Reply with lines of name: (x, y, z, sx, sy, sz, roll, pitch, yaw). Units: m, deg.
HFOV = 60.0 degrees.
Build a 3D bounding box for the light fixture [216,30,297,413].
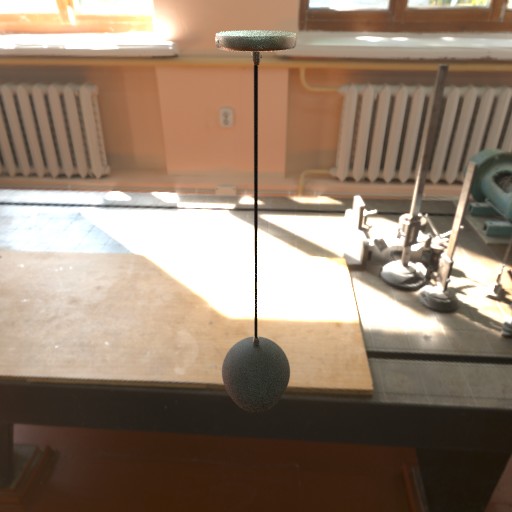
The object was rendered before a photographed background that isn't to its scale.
light fixture: (0.000, 0.000, 0.845, 0.153, 0.760, 0.153, 22, 37, 32)
